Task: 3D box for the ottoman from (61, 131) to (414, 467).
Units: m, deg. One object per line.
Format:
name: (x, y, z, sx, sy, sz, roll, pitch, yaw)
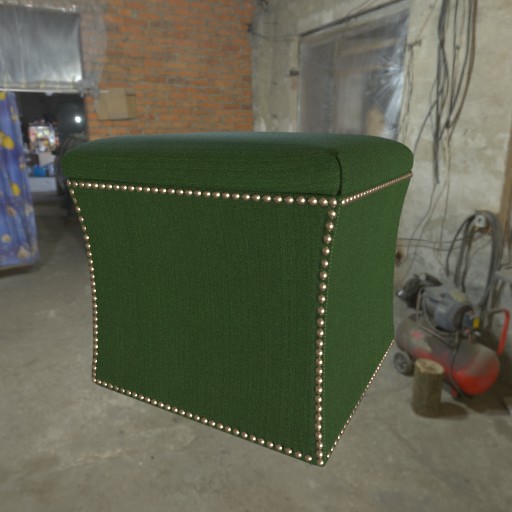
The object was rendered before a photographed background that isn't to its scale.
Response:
ottoman: (0.000, 0.000, 0.878, 0.507, 0.475, 0.497, 8, 17, 28)
